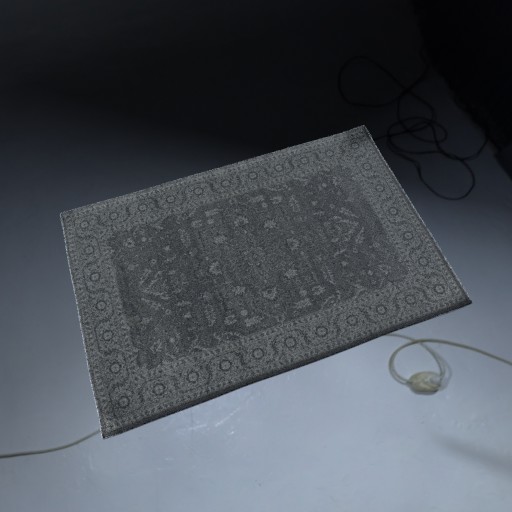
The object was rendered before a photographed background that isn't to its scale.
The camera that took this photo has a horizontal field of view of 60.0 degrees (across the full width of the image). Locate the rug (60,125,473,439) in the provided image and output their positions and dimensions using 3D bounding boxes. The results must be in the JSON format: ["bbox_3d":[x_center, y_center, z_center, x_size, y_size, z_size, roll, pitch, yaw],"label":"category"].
[{"bbox_3d":[0.000,0.000,2.277,1.828,0.019,1.209,-18,65,-9],"label":"rug"}]
